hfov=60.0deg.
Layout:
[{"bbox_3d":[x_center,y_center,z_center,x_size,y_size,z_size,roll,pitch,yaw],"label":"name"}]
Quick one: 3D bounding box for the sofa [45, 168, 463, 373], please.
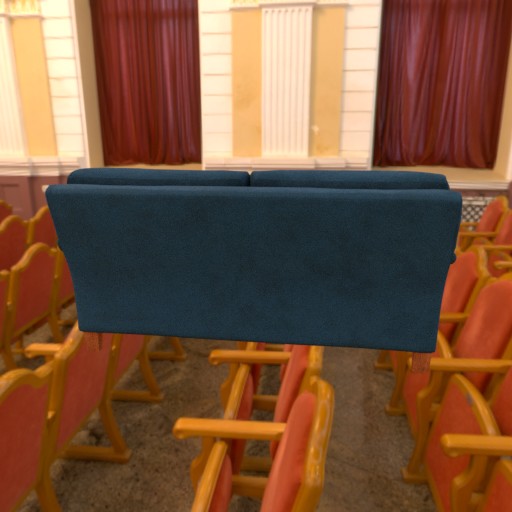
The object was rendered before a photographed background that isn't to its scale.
[{"bbox_3d":[0.000,0.000,2.758,2.141,1.101,1.084,2,15,7],"label":"sofa"}]
